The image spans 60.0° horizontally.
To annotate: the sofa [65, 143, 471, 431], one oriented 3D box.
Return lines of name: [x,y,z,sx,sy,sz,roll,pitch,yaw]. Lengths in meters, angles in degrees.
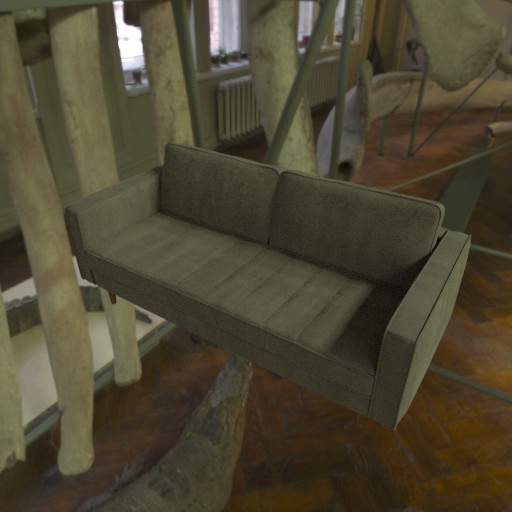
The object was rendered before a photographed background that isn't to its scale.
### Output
sofa: [0.000,0.000,2.345,1.920,0.825,0.924,19,37,28]
